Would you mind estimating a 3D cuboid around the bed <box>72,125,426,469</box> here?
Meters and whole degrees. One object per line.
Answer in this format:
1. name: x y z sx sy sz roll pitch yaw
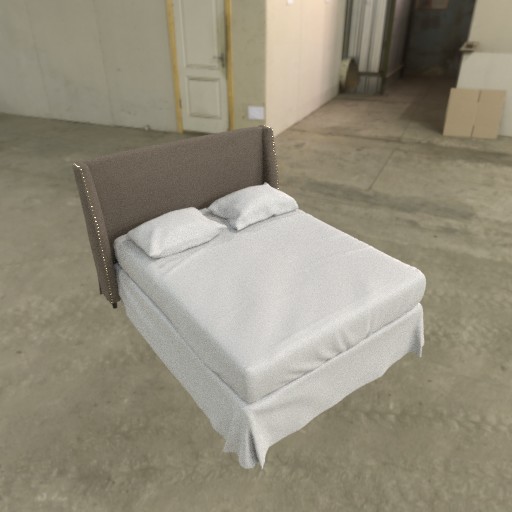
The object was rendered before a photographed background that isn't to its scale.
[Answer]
1. bed: 0.000 0.000 3.494 1.925 1.332 2.276 -21 37 -31
